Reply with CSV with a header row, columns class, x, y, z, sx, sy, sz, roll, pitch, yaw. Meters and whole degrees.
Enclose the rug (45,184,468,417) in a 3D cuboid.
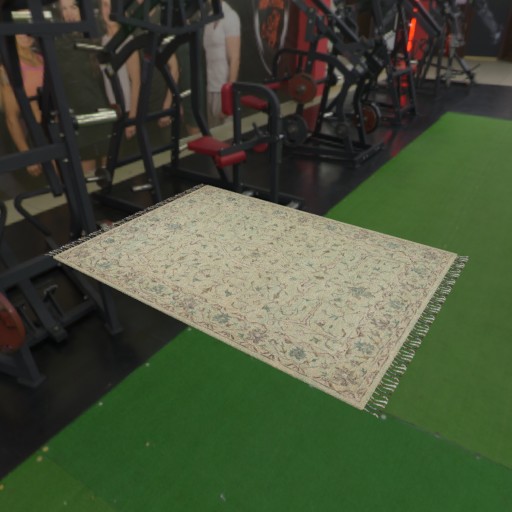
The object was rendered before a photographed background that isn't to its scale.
class,x,y,z,sx,sy,sz,roll,pitch,yaw
rug,0.000,0.000,2.277,1.802,0.008,1.247,20,36,30
